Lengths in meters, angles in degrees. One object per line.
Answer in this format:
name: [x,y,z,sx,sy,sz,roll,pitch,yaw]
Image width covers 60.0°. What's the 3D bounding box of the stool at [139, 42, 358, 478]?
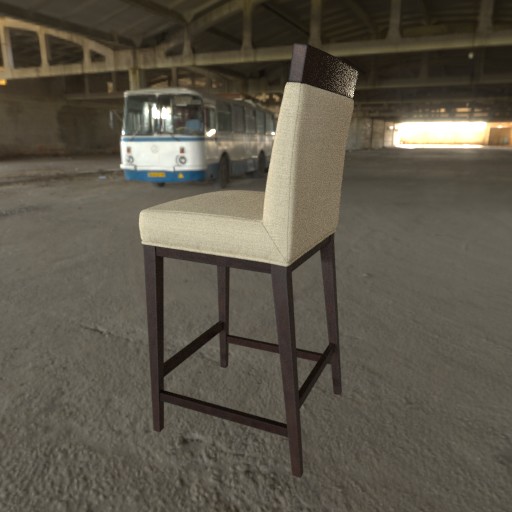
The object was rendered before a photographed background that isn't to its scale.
stool: [0.000,0.000,1.398,0.531,1.117,0.511,7,17,24]
